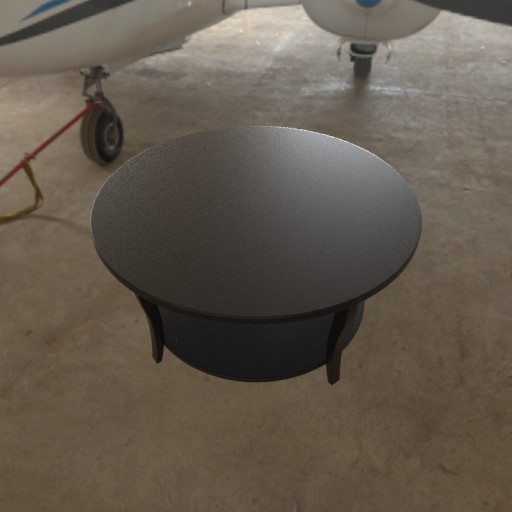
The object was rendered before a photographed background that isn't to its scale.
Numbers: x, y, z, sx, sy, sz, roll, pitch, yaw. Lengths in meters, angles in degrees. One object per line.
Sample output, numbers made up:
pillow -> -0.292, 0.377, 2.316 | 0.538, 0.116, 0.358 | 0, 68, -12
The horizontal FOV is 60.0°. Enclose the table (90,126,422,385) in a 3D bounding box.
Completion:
table -> 0.000, 0.000, 1.416 | 0.914, 0.457, 0.914 | 0, 41, 0
